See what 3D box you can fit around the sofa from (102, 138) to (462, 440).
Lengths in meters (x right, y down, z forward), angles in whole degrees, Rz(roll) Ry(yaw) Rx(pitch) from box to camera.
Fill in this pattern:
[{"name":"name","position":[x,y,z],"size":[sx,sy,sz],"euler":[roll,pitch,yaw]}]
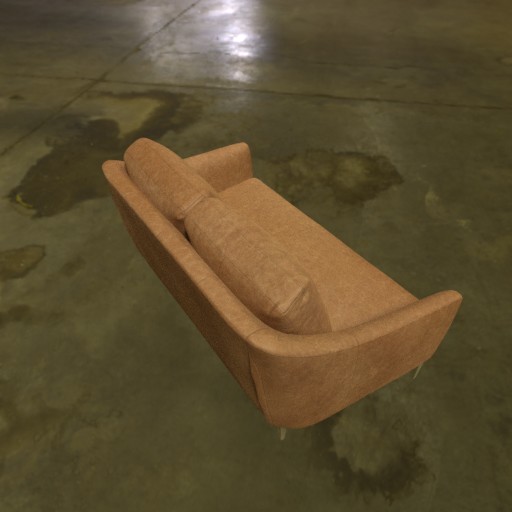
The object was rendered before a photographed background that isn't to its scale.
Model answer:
[{"name":"sofa","position":[0.000,0.000,2.166],"size":[0.960,0.902,1.619],"euler":[-24,46,-25]}]
